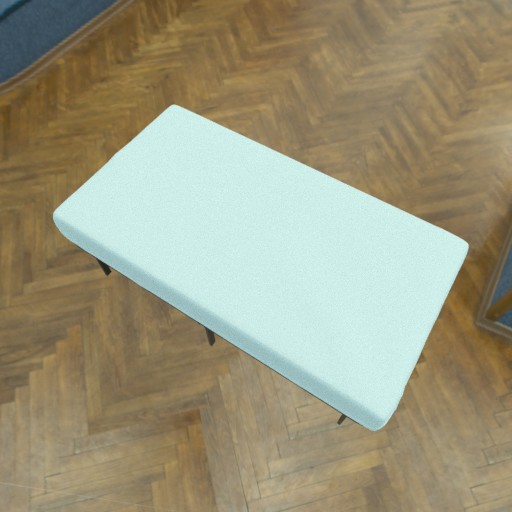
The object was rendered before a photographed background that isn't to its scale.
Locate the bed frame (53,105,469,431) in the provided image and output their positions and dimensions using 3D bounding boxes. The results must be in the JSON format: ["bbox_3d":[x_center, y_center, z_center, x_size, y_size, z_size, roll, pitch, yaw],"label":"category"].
[{"bbox_3d":[0.000,0.000,2.454,1.908,0.640,1.025,29,63,16],"label":"bed frame"}]
